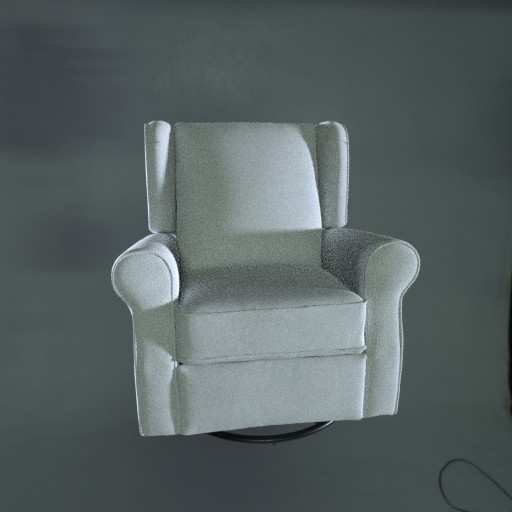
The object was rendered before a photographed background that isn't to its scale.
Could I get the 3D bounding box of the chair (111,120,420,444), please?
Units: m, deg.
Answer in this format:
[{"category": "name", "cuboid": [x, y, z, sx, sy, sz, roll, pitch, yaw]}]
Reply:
[{"category": "chair", "cuboid": [0.000, 0.000, 1.631, 0.906, 0.967, 0.854, -2, 16, -8]}]
